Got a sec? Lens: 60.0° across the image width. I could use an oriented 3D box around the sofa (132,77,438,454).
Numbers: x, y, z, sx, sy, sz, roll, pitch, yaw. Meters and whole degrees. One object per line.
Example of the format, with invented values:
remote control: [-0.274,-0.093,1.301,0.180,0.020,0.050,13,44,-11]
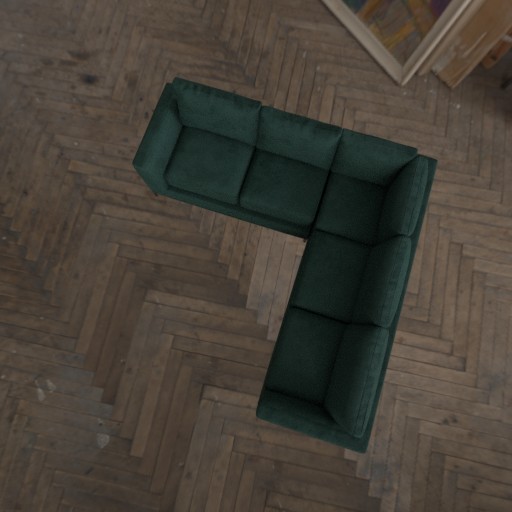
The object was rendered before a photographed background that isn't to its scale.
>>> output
sofa: [0.000,0.000,3.806,2.468,1.004,2.452,17,77,4]
